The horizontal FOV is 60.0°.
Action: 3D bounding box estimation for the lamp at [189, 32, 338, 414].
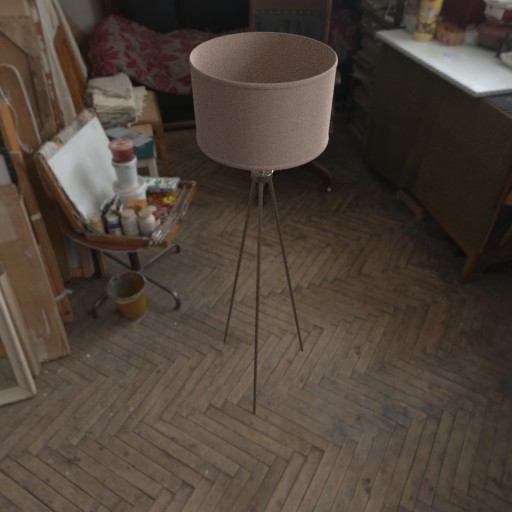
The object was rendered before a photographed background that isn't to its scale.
[{"bbox_3d":[0.000,0.000,1.760,0.460,1.545,0.449,26,49,25],"label":"lamp"}]
